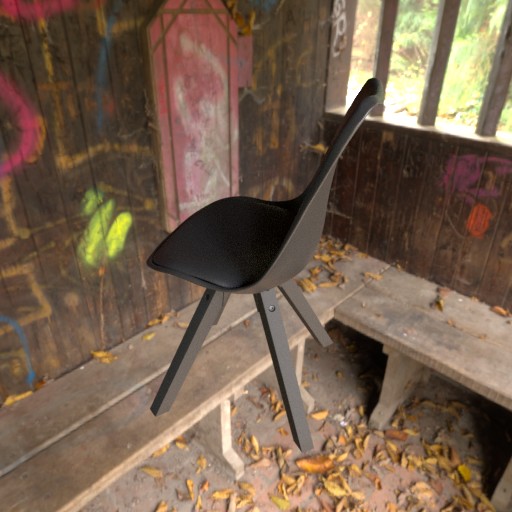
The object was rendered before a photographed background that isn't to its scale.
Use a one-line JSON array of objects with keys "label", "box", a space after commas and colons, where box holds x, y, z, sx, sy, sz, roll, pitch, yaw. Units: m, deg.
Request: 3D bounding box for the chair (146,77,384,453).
[{"label": "chair", "box": [0.000, 0.000, 1.144, 0.530, 0.850, 0.485, 8, 31, 13]}]
